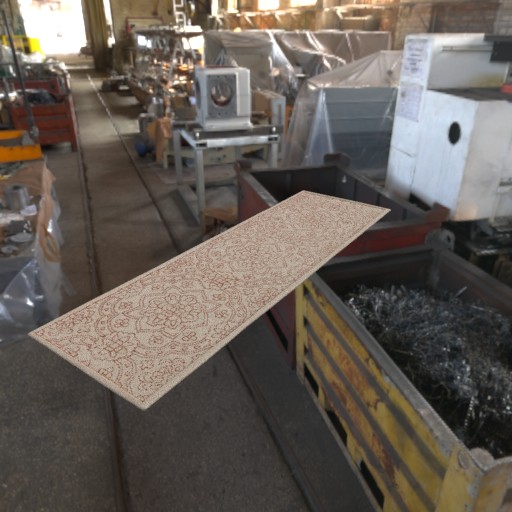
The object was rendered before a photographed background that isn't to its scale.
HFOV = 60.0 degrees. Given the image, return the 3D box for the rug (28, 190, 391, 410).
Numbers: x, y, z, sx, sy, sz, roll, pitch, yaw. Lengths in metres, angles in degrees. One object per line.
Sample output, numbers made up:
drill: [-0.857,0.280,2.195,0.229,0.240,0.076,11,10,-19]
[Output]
rug: [0.000,0.000,2.667,0.769,0.012,2.448,18,32,31]
